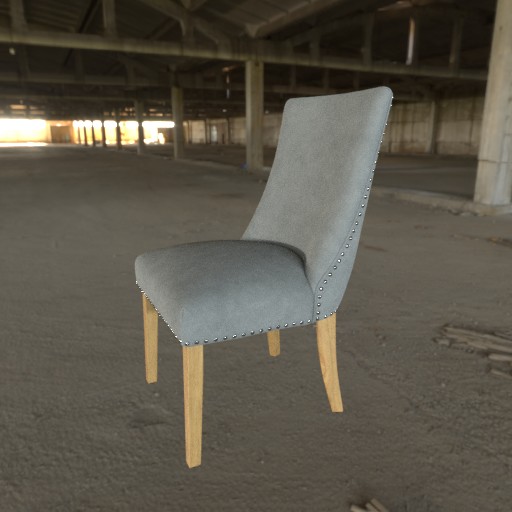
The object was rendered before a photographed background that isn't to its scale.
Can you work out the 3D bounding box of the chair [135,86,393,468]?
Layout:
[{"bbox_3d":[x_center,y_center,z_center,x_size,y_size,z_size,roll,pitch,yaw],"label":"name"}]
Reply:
[{"bbox_3d":[0.000,0.000,1.276,0.610,0.902,0.495,-8,17,-25],"label":"chair"}]
